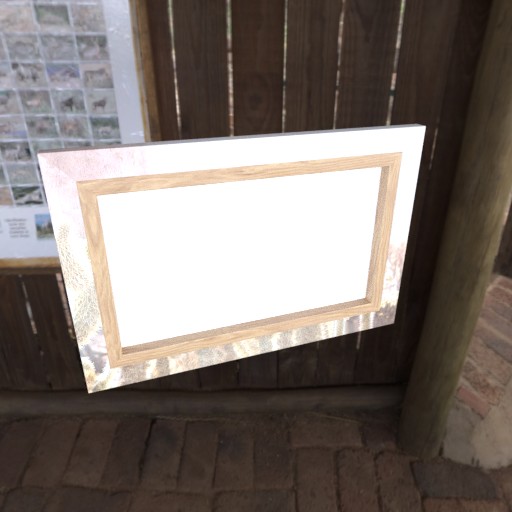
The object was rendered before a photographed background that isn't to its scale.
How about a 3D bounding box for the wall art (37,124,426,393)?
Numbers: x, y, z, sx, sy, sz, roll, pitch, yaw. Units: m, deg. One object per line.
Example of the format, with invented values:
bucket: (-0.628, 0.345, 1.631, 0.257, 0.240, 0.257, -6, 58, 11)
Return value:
wall art: (0.000, 0.000, 1.147, 0.916, 0.608, 0.040, -9, 27, -18)
